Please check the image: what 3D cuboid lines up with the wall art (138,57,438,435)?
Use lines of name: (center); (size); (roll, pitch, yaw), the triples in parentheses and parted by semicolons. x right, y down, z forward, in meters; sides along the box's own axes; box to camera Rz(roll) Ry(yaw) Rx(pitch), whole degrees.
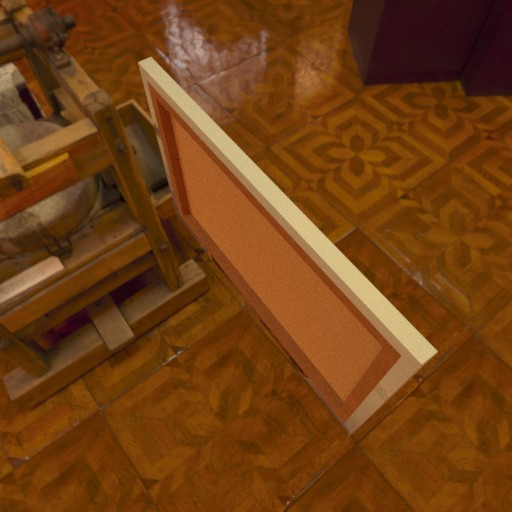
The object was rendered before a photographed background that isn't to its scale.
wall art: (0.000, 0.000, 1.135); (0.037, 0.609, 0.916); (-32, 64, -18)
